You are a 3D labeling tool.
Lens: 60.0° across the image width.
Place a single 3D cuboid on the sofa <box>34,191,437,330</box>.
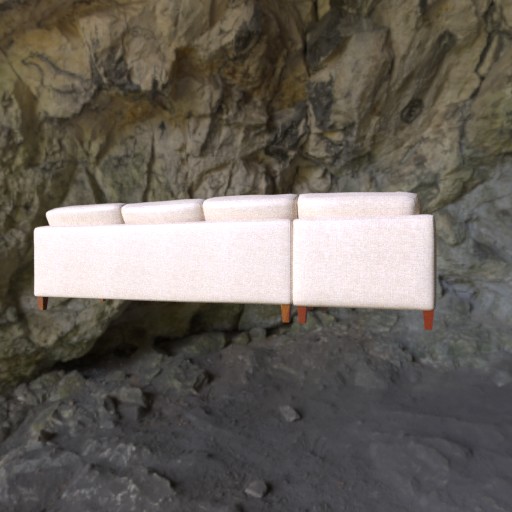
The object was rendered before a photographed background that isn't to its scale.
[{"bbox_3d":[0.000,0.000,4.524,3.302,0.947,2.593,0,0,19],"label":"sofa"}]
